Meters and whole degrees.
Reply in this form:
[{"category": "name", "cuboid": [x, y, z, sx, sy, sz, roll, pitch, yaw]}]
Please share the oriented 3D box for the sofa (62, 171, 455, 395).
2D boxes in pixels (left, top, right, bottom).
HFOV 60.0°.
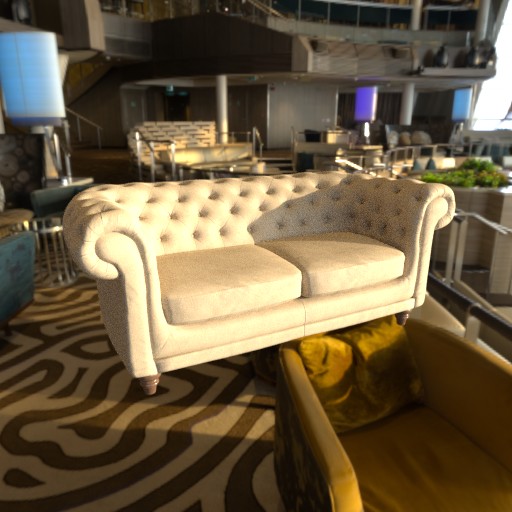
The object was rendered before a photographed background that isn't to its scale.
[{"category": "sofa", "cuboid": [0.000, 0.000, 2.519, 1.988, 0.835, 1.069, -9, 19, -26]}]
